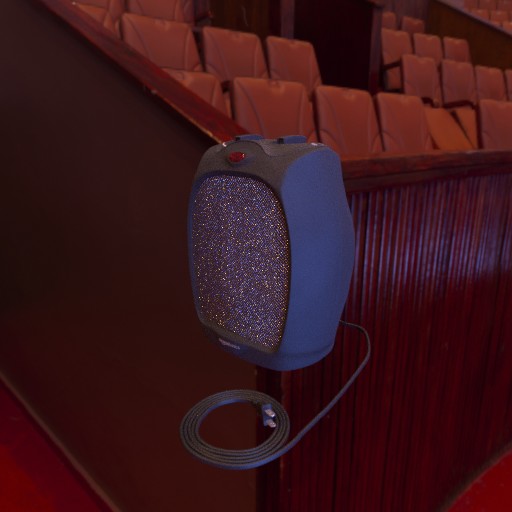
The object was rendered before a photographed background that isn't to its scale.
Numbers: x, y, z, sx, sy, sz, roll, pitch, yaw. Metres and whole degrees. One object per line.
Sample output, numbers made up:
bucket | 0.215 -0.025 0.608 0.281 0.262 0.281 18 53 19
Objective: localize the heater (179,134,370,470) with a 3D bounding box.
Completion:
heater | 0.000 0.000 0.458 0.239 0.240 0.291 15 22 41
